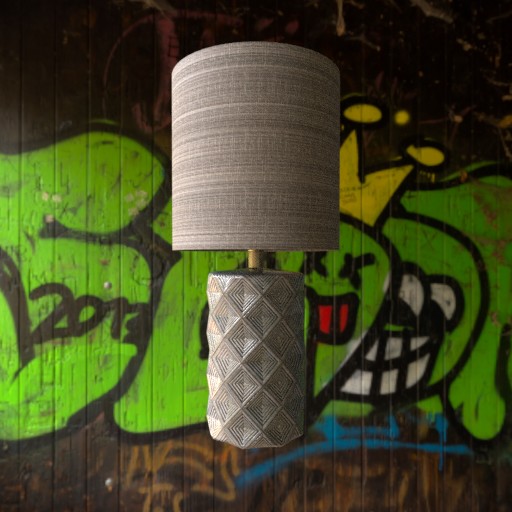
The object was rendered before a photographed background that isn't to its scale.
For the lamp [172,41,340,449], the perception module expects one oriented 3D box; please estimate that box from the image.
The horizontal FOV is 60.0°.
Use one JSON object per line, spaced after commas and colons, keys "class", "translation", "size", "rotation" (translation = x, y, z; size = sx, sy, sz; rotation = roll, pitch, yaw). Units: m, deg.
{"class": "lamp", "translation": [0.000, 0.000, 0.719], "size": [0.269, 0.566, 0.268], "rotation": [0, 0, -36]}
